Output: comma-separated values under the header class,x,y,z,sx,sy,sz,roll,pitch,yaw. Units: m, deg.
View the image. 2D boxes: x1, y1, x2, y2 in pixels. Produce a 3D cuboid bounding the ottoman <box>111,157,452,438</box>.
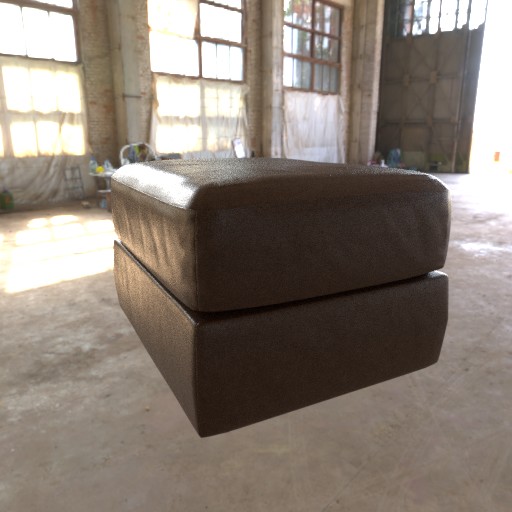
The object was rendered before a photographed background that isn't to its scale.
class,x,y,z,sx,sy,sz,roll,pitch,yaw
ottoman,0.000,0.000,1.139,0.603,0.476,0.751,-8,17,-26
